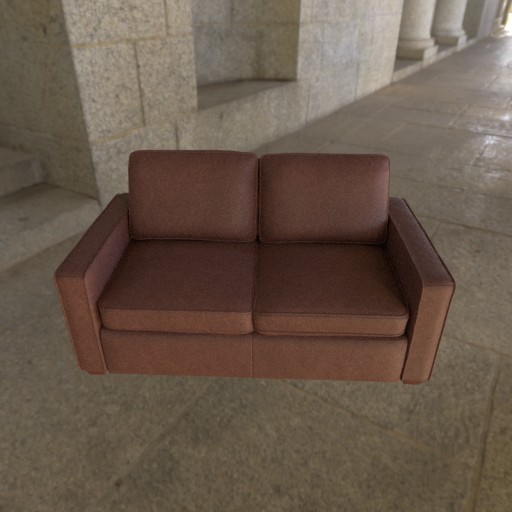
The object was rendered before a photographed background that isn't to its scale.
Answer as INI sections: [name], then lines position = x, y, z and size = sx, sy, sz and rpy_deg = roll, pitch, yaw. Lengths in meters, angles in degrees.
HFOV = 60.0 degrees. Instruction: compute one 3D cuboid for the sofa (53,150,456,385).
[sofa]
position = 0.000, 0.000, 2.302
size = 1.709, 0.918, 0.947
rpy_deg = 1, 31, 2
